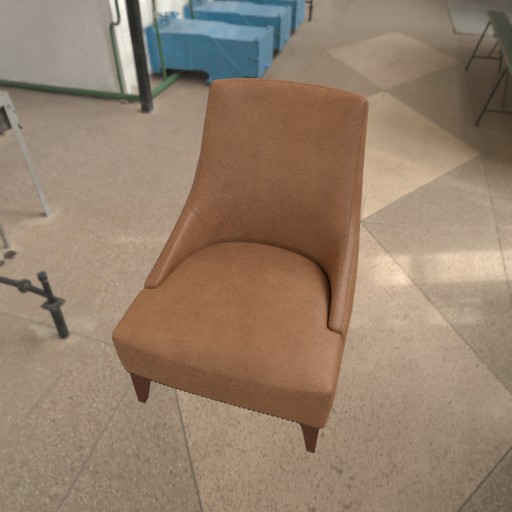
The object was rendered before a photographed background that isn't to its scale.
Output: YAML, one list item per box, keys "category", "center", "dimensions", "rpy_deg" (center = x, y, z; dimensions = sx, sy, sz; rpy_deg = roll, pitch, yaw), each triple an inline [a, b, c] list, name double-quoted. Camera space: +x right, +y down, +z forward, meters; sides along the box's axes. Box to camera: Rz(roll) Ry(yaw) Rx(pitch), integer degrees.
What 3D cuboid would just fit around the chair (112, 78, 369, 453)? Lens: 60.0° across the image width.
- category: "chair"
  center: [0.000, 0.000, 1.517]
  dimensions: [0.701, 0.909, 0.861]
  rpy_deg: [11, 42, 13]
